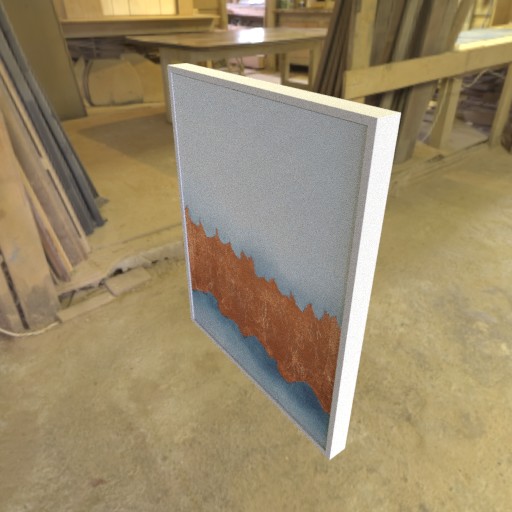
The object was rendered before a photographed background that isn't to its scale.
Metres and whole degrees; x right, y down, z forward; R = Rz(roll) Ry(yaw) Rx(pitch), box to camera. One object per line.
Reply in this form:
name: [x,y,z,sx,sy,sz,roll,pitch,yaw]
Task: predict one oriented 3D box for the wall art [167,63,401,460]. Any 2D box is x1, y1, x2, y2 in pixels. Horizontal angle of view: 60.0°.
wall art: [0.000,0.000,0.750,0.039,0.553,0.451,-21,37,-31]
